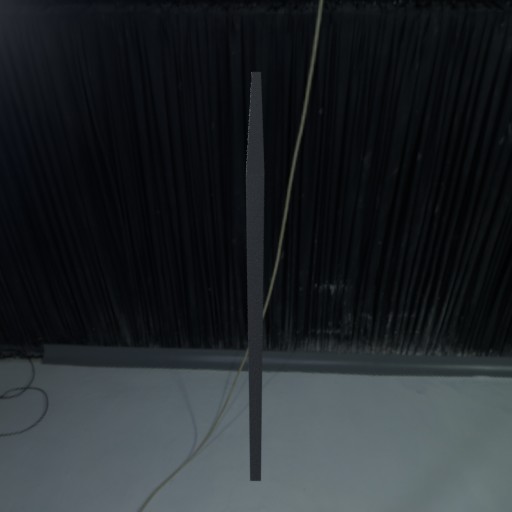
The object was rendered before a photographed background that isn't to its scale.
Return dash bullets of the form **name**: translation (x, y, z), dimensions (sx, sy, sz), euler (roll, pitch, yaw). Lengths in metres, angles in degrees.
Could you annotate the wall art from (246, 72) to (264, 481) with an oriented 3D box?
- **wall art**: translation (0.000, 0.000, 0.540), dimensions (0.012, 0.357, 0.358), euler (0, 33, 0)
